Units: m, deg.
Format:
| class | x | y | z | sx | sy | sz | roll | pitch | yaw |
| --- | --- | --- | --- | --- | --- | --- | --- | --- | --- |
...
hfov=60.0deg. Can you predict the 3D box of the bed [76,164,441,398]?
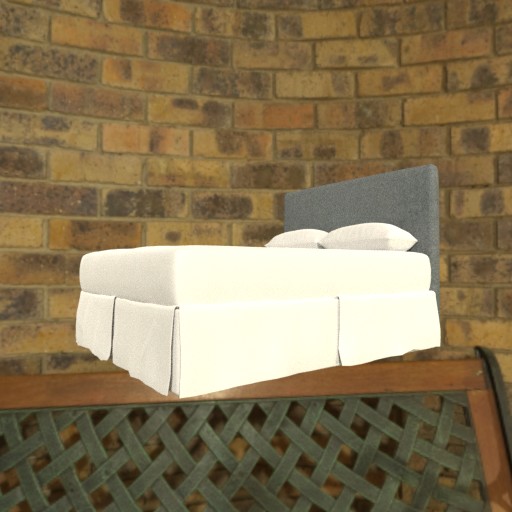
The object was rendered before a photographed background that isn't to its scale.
| class | x | y | z | sx | sy | sz | roll | pitch | yaw |
| --- | --- | --- | --- | --- | --- | --- | --- | --- | --- |
| bed | 0.000 | 0.000 | 3.196 | 2.142 | 1.330 | 1.723 | 1 | -1 | -36 |
